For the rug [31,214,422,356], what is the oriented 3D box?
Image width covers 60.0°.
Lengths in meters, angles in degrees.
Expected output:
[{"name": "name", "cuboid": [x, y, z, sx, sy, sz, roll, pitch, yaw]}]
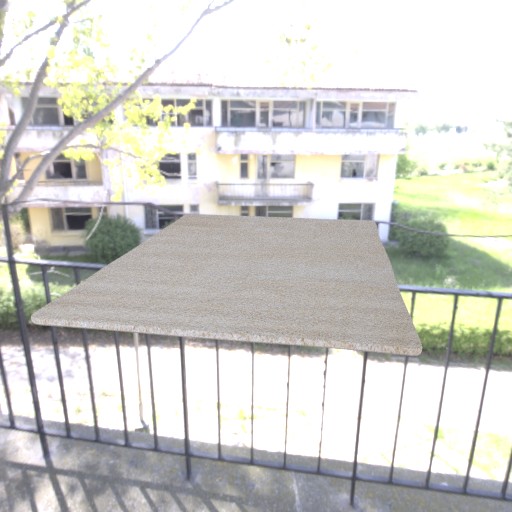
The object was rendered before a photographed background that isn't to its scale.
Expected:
[{"name": "rug", "cuboid": [0.000, 0.000, 2.058, 1.199, 0.025, 1.600, 3, 18, 9]}]
